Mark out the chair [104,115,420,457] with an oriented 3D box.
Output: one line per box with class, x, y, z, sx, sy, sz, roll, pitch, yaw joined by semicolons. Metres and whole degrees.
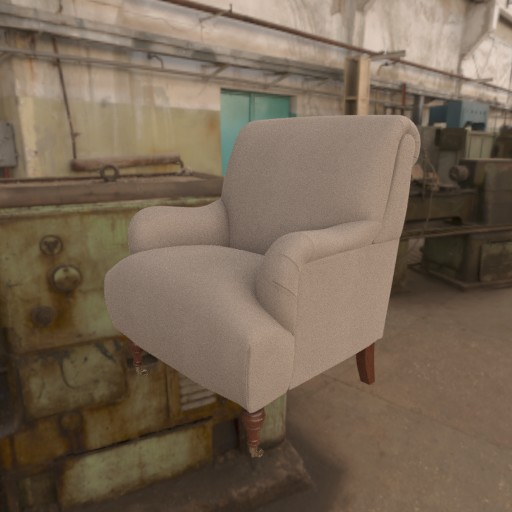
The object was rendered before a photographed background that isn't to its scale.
chair;0.000;0.000;1.532;0.842;0.942;0.766;-14;21;-43
